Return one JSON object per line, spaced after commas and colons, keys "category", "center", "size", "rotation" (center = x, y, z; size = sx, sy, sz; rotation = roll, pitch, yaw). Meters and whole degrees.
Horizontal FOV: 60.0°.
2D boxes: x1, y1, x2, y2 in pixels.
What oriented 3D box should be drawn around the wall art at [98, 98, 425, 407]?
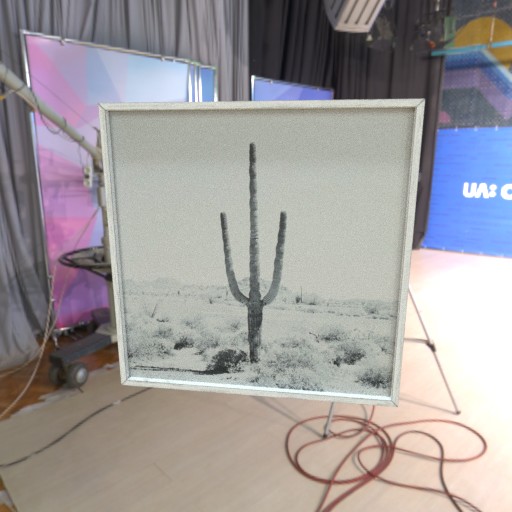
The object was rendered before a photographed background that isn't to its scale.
{"category": "wall art", "center": [0.000, 0.000, 0.465], "size": [0.305, 0.305, 0.038], "rotation": [2, 14, 8]}
